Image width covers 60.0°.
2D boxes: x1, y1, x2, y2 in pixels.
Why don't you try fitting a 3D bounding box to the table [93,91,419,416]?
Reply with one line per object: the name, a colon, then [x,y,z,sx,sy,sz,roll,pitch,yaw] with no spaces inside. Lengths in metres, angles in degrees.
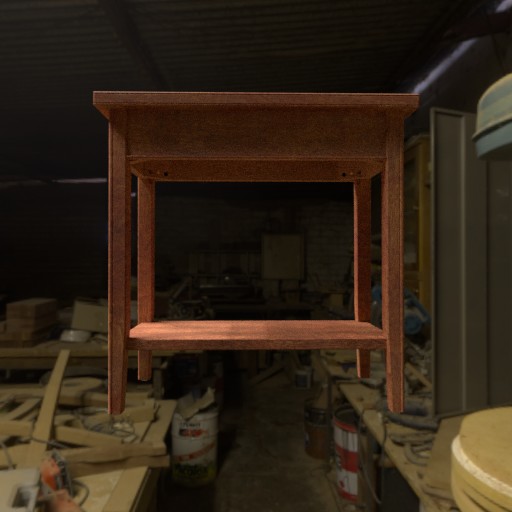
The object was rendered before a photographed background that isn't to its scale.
table: [0.000,0.000,0.978,0.610,0.610,0.305,0,0,-1]
